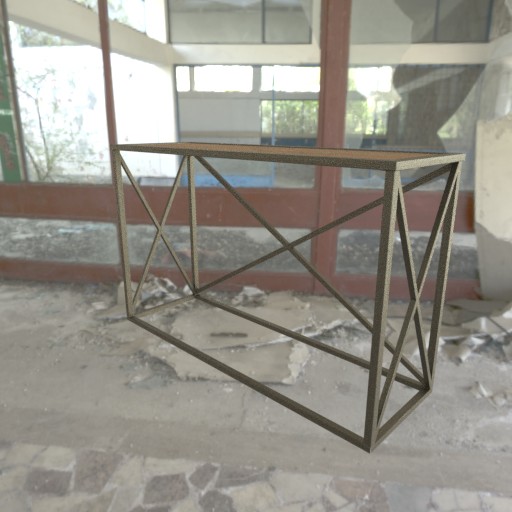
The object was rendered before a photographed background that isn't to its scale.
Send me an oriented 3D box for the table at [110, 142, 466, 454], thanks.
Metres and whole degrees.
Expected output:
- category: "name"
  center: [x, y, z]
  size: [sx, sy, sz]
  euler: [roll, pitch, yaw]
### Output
- category: "table"
  center: [0.000, 0.000, 1.590]
  size: [1.216, 0.753, 0.402]
  euler: [15, 22, 42]
